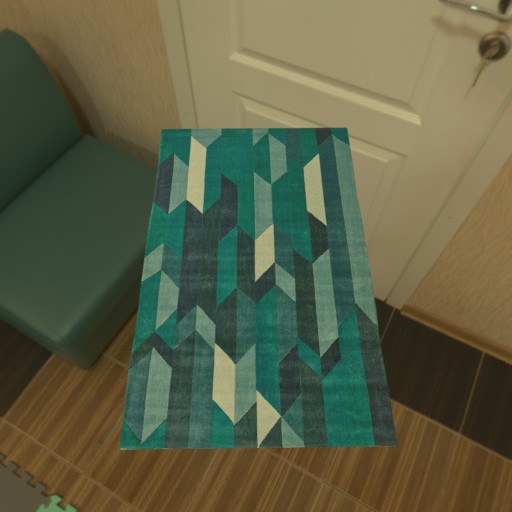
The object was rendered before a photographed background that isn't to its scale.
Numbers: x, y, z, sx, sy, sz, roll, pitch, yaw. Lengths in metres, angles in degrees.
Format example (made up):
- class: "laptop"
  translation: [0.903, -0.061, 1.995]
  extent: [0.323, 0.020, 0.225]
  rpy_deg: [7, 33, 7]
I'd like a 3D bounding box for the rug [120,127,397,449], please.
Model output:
- class: "rug"
  translation: [0.000, 0.000, 3.026]
  extent: [1.528, 0.005, 2.420]
  rpy_deg: [-1, 60, 0]
